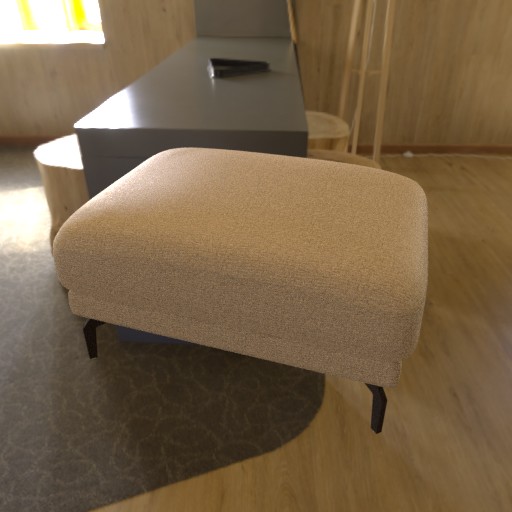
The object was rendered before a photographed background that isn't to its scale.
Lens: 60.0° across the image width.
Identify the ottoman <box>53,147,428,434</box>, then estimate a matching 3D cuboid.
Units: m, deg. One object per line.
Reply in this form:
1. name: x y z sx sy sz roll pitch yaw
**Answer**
1. ottoman: 0.000 0.000 1.099 0.772 0.420 0.568 10 34 15
